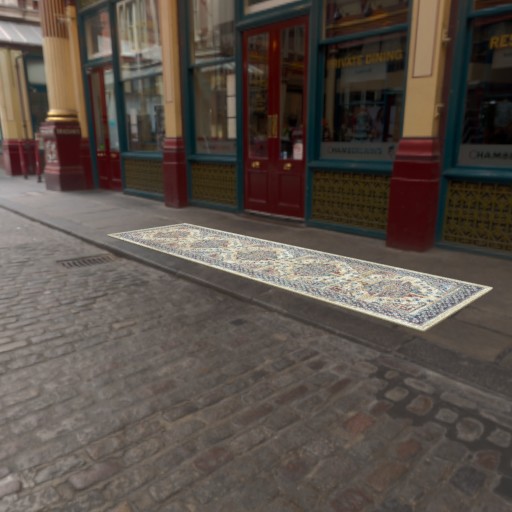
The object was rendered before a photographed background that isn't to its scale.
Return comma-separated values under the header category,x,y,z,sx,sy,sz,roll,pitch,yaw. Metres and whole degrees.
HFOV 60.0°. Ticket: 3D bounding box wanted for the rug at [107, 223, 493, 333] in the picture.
category,x,y,z,sx,sy,sz,roll,pitch,yaw
rug,0.000,0.000,2.515,0.661,0.013,2.297,-13,19,-43
